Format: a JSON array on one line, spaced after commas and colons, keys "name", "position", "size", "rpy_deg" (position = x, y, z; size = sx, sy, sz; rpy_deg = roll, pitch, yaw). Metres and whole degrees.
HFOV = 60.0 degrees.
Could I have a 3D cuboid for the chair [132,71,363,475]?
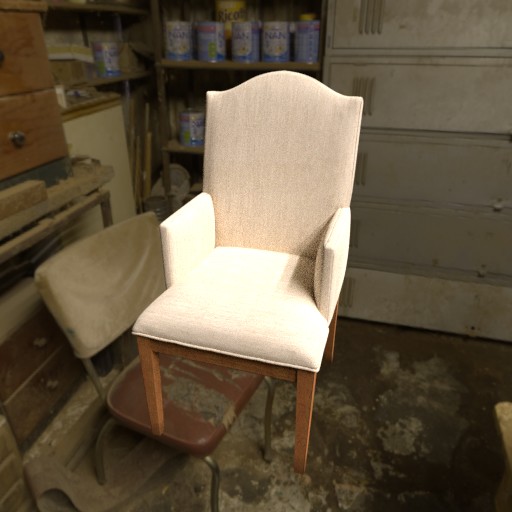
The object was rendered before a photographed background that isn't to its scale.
[{"name": "chair", "position": [0.000, 0.000, 1.364], "size": [0.533, 1.016, 0.641], "rpy_deg": [8, 28, 16]}]
